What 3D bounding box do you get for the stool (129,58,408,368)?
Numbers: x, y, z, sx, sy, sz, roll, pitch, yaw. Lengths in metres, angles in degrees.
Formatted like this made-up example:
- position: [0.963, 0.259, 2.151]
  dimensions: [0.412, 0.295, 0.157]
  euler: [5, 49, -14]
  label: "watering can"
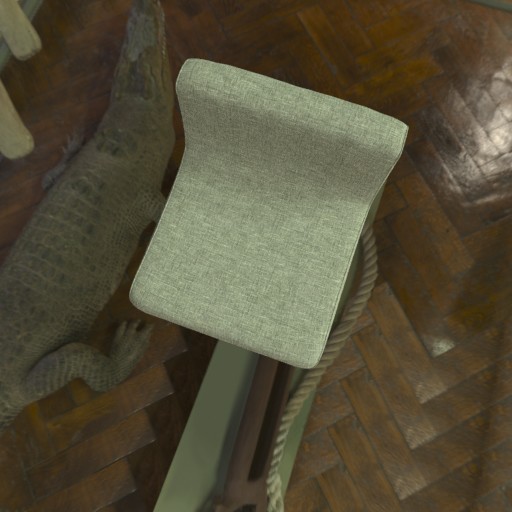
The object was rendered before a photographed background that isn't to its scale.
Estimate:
- position: [0.000, 0.000, 1.123]
  dimensions: [0.417, 0.835, 0.459]
  euler: [19, 77, 5]
  label: "stool"
